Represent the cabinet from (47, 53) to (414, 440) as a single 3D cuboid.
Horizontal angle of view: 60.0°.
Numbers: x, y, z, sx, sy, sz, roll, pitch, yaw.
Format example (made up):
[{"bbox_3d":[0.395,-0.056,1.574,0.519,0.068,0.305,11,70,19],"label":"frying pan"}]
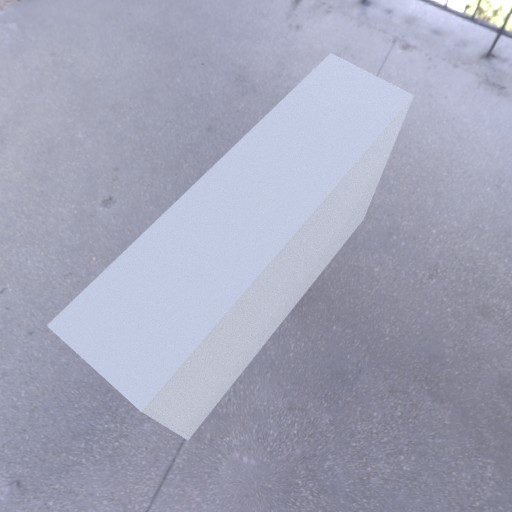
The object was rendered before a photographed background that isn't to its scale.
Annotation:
[{"bbox_3d":[0.000,0.000,1.872,0.380,0.900,1.450,35,68,16],"label":"cabinet"}]
